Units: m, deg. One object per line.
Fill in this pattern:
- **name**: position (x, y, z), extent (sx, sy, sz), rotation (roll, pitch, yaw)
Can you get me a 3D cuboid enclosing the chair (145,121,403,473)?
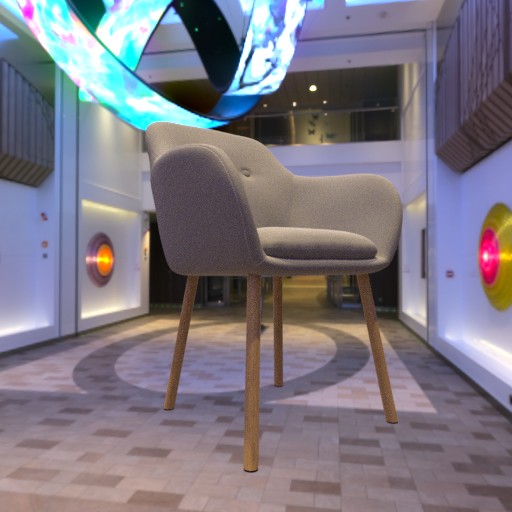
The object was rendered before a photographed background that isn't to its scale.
- **chair**: position (0.000, 0.000, 1.209), extent (0.570, 0.830, 0.590), rotation (1, -1, -36)
